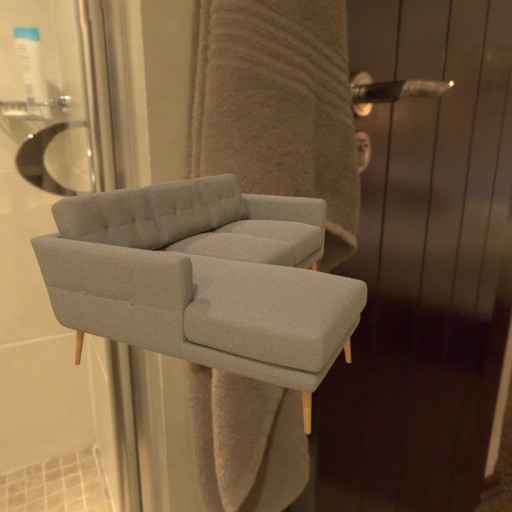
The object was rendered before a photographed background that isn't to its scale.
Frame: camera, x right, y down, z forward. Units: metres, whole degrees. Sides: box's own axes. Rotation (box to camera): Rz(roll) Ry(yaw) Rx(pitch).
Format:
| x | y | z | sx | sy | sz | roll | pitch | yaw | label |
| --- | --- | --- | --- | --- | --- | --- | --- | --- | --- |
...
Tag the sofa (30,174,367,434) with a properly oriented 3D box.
| x | y | z | sx | sy | sz | roll | pitch | yaw | label |
| --- | --- | --- | --- | --- | --- | --- | --- | --- | --- |
| 0.000 | 0.000 | 2.779 | 1.530 | 0.860 | 2.040 | 7 | 17 | 25 | sofa |
